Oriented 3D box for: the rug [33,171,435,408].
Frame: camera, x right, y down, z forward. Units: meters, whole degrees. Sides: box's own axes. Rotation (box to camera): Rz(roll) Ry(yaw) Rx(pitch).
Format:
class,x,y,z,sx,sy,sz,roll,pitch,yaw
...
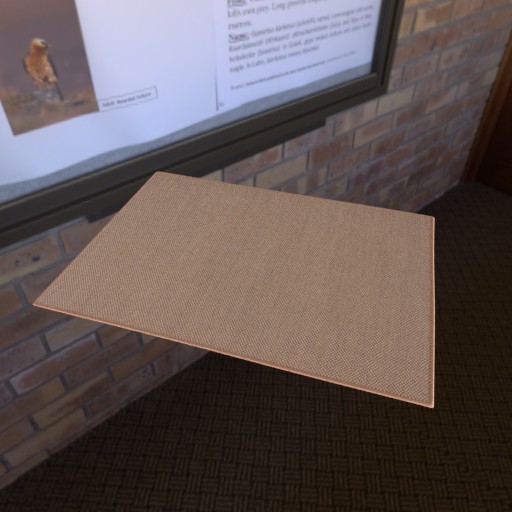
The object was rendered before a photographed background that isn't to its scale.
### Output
class,x,y,z,sx,sy,sz,roll,pitch,yaw
rug,0.000,0.000,2.768,2.134,0.013,1.524,11,42,13
